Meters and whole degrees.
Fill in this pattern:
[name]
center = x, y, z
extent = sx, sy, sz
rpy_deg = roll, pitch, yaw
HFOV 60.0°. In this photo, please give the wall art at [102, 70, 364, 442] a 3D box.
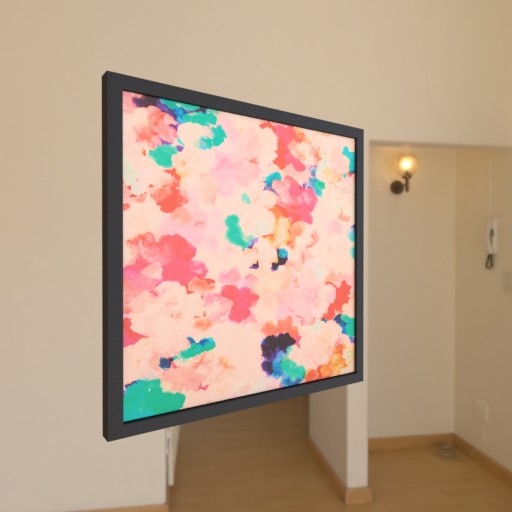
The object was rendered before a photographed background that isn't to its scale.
[wall art]
center = 0.000, 0.000, 0.456
extent = 0.306, 0.304, 0.015
rpy_deg = 0, 1, -34
